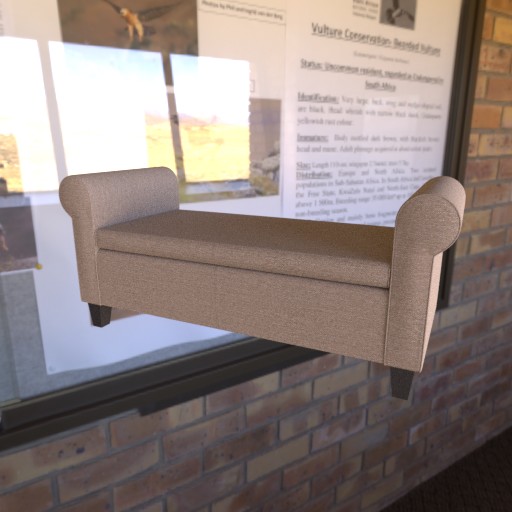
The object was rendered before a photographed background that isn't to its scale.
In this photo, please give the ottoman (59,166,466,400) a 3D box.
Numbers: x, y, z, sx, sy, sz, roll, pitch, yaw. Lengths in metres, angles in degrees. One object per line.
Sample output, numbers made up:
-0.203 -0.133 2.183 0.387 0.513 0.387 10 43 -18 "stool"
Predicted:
0.000 0.000 1.523 1.256 0.547 0.521 7 17 25 "ottoman"
